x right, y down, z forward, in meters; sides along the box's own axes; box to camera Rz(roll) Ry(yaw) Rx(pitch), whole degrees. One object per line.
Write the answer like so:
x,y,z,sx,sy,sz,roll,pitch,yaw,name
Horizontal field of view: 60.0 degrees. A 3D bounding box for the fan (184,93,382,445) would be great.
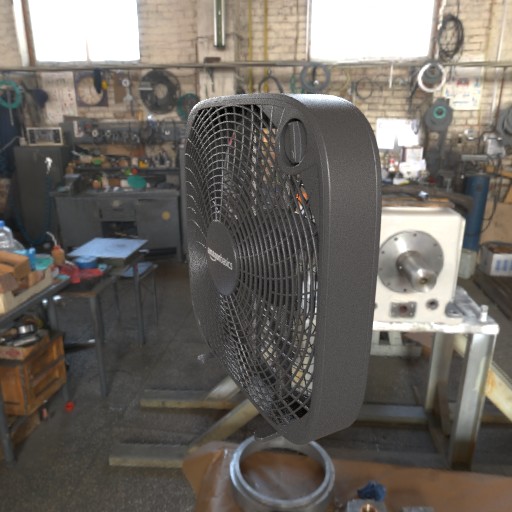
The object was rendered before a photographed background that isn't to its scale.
0.000,0.000,0.784,0.142,0.533,0.526,-9,19,-26,fan
